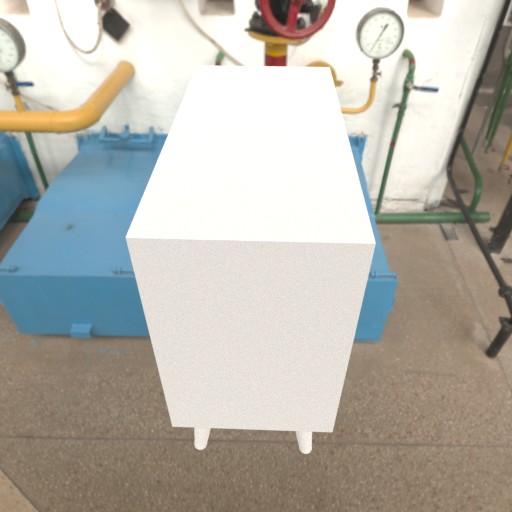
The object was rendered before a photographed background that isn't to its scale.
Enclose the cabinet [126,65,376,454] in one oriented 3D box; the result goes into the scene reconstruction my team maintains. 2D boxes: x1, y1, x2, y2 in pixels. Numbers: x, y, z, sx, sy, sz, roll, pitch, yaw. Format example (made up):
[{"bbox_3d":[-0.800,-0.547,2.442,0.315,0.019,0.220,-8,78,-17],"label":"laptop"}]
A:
[{"bbox_3d":[0.000,0.000,1.231,0.398,0.761,0.800,1,41,2],"label":"cabinet"}]
